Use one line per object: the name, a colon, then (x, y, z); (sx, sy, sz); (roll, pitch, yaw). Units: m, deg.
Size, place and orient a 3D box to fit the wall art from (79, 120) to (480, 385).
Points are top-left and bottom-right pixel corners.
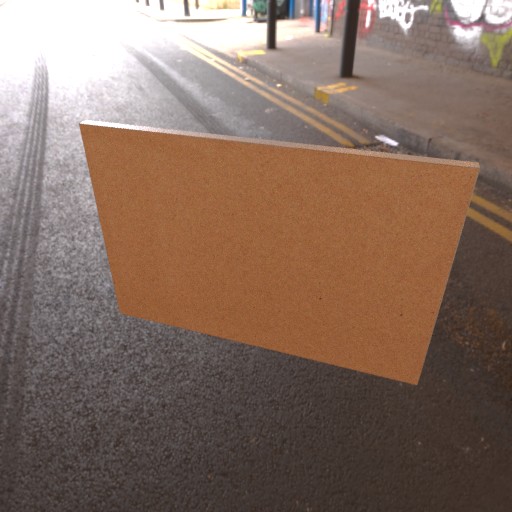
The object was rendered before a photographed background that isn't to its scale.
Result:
wall art: (0.000, 0.000, 0.772); (0.615, 0.410, 0.021); (10, 34, 16)
